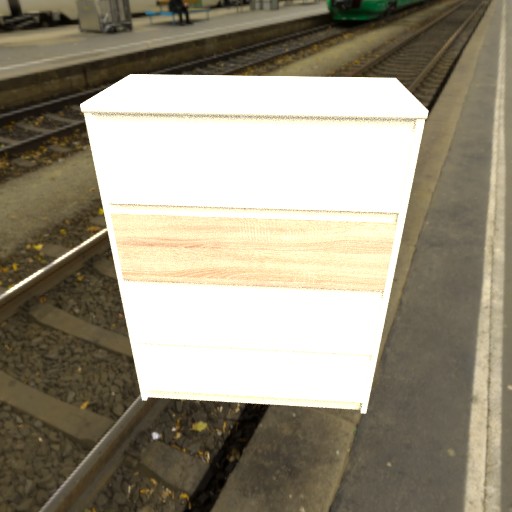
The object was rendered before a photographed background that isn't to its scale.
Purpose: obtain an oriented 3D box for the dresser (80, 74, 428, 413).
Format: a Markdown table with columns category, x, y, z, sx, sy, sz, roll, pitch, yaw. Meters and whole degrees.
| category | x | y | z | sx | sy | sz | roll | pitch | yaw |
| --- | --- | --- | --- | --- | --- | --- | --- | --- | --- |
| dresser | 0.000 | 0.000 | 1.452 | 0.800 | 1.040 | 0.380 | 2 | 32 | 4 |
